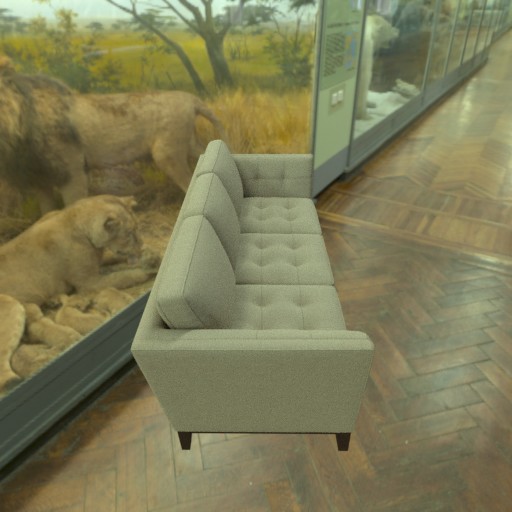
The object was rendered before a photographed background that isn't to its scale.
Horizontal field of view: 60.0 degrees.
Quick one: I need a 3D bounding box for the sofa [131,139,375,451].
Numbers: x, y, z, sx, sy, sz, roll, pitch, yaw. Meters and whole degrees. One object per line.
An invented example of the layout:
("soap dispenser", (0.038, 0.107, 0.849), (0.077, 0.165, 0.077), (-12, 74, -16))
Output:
("sofa", (0.000, 0.000, 2.891), (0.965, 0.940, 2.388), (0, 31, 0))
